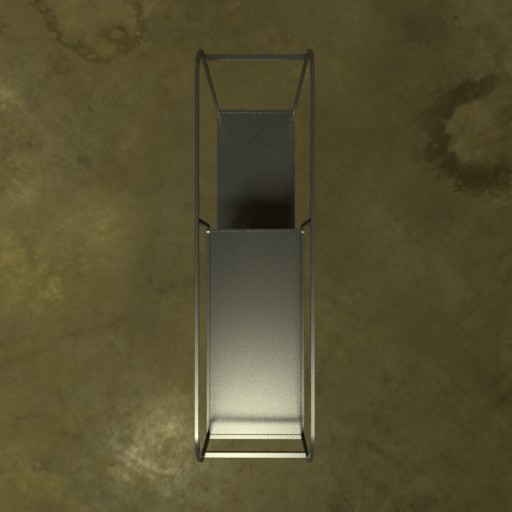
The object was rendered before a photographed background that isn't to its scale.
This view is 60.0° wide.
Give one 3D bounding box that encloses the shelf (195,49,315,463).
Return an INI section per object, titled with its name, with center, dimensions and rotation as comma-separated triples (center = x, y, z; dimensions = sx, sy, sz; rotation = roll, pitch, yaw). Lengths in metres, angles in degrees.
[shelf]
center = 0.000, 0.000, 0.889
dimensions = 0.160, 0.600, 0.600
rotation = 0, 90, 0
